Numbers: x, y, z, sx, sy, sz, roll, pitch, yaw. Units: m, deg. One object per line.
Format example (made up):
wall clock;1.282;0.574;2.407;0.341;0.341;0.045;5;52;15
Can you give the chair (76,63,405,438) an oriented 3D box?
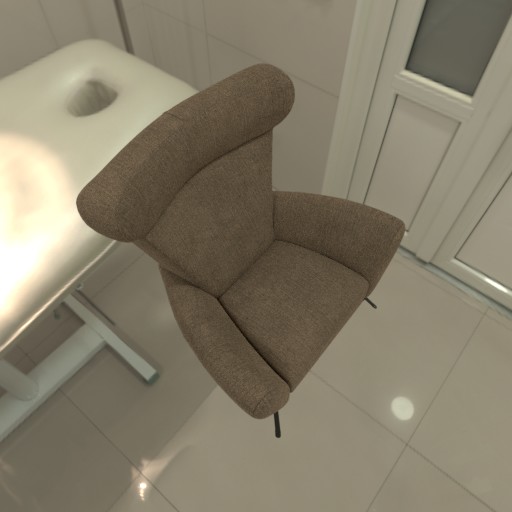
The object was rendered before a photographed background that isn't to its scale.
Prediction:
chair;0.000;0.000;1.774;0.900;1.040;0.980;34;63;20
